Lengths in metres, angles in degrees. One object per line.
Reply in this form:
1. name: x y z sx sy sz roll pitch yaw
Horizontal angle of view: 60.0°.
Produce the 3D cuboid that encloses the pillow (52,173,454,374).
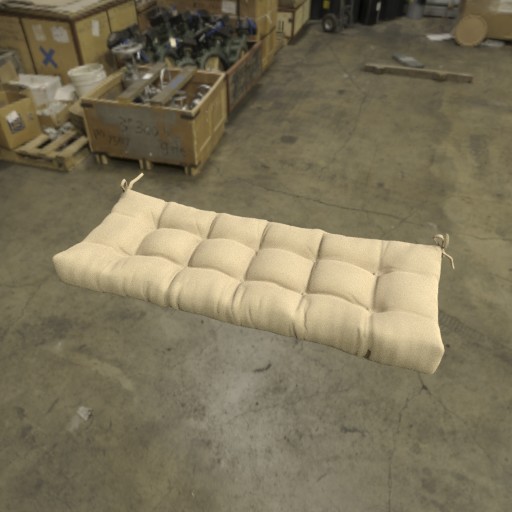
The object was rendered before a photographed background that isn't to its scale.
1. pillow: 0.000 0.000 1.385 1.194 0.174 0.511 12 42 14
